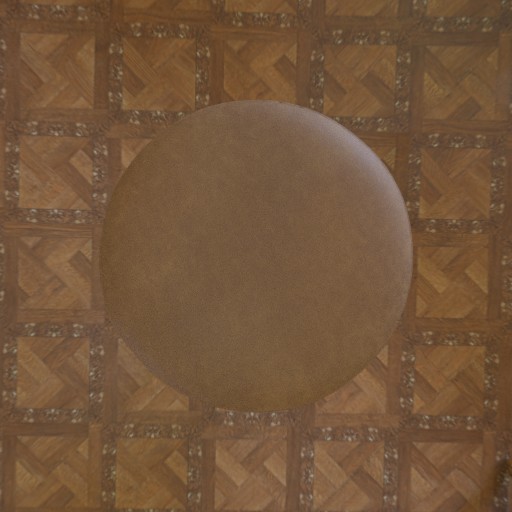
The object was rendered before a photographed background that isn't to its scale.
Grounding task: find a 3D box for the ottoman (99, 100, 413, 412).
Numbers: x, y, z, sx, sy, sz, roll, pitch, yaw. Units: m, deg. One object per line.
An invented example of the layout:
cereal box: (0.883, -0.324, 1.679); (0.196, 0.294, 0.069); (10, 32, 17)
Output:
ottoman: (0.000, 0.000, 1.243); (0.771, 0.460, 0.771); (0, 92, 0)
